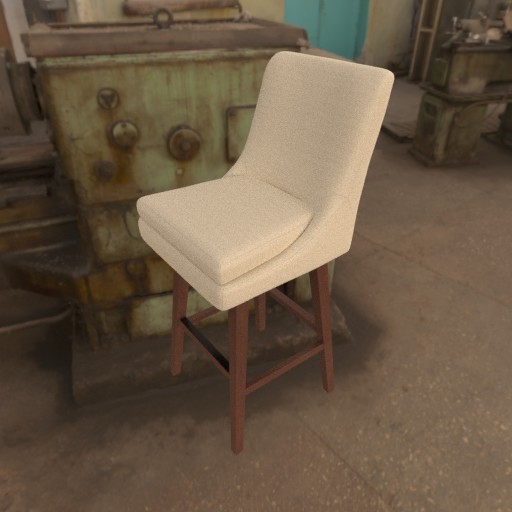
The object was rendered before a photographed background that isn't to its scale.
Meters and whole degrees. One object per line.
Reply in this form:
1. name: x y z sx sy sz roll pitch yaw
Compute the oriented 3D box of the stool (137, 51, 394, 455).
1. stool: 0.000 0.000 1.380 0.559 1.093 0.483 -22 39 -30
